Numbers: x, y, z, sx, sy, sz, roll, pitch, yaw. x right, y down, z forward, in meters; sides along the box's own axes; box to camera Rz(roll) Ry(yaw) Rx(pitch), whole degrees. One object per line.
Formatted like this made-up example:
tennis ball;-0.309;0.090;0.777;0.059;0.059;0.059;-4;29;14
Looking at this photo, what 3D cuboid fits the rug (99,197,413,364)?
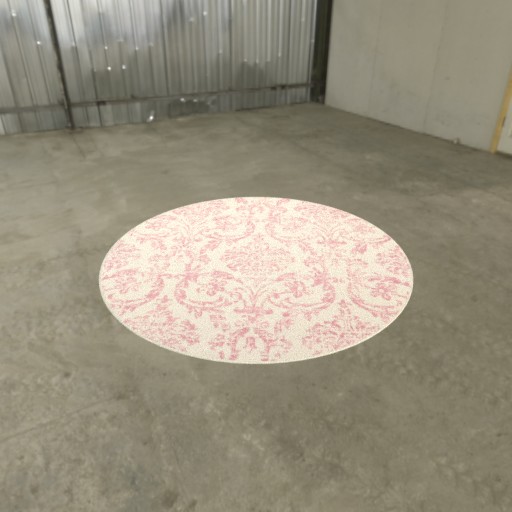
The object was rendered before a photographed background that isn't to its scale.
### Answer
rug;0.000;0.000;2.348;1.593;0.012;1.593;0;30;0
